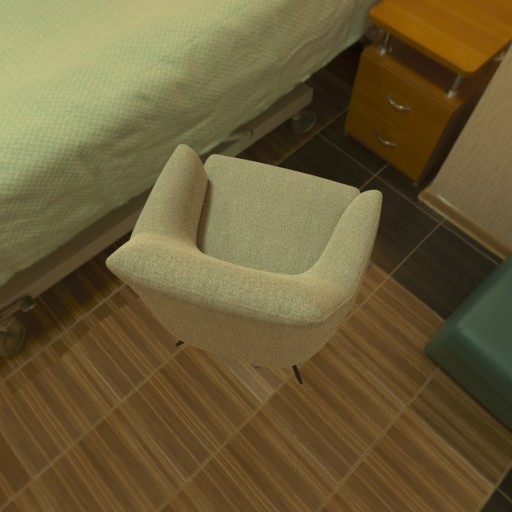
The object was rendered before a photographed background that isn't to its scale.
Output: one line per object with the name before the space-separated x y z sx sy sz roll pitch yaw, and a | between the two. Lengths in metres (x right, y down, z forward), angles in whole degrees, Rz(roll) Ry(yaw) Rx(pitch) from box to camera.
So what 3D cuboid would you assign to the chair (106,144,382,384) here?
chair | 0.000 0.000 1.356 0.642 0.874 0.677 15 63 8
